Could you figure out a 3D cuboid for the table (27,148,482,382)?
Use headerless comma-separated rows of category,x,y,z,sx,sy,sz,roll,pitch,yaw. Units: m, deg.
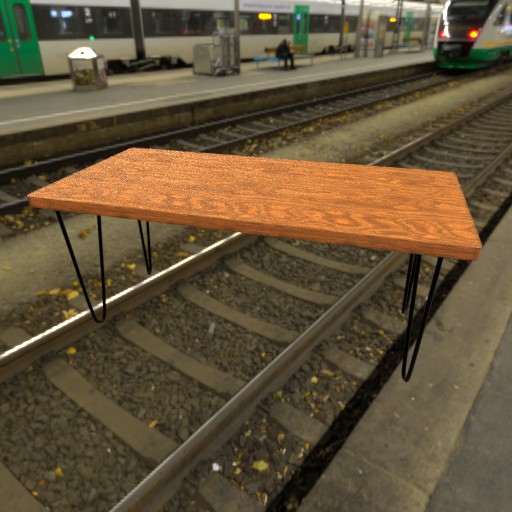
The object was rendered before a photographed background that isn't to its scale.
table,0.000,0.000,2.207,1.791,0.753,0.883,8,28,14
